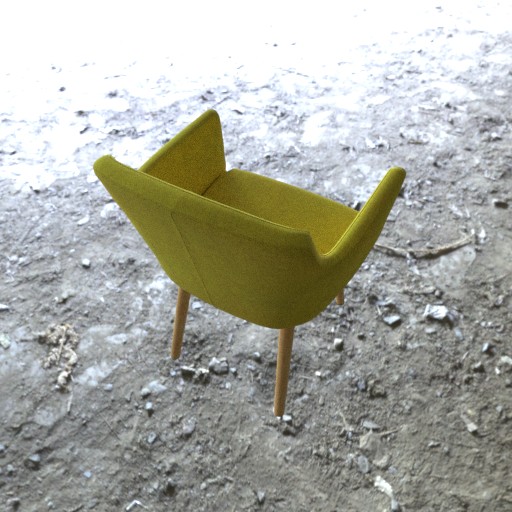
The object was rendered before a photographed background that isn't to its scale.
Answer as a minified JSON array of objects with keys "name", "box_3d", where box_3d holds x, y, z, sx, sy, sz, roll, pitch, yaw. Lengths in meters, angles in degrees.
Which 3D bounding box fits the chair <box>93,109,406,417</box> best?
[{"name":"chair","box_3d":[0.000,0.000,1.190,0.570,0.780,0.570,23,52,20]}]
